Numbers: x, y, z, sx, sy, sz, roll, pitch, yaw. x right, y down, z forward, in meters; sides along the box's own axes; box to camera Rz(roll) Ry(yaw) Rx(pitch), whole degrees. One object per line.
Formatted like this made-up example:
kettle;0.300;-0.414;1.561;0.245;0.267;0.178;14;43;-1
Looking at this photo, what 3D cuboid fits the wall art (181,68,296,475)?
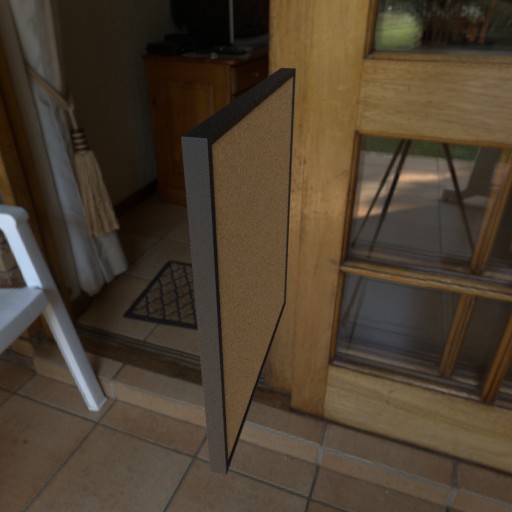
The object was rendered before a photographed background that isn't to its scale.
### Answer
wall art;0.000;0.000;0.540;0.019;0.381;0.330;8;32;13
